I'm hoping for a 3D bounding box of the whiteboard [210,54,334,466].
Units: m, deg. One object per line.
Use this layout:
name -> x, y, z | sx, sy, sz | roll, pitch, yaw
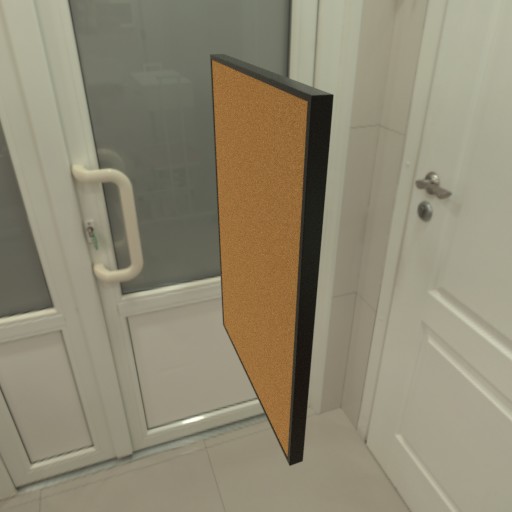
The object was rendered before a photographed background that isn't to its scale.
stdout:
whiteboard -> 0.000, 0.000, 0.778 | 0.026, 0.611, 0.406 | -10, 32, -17
